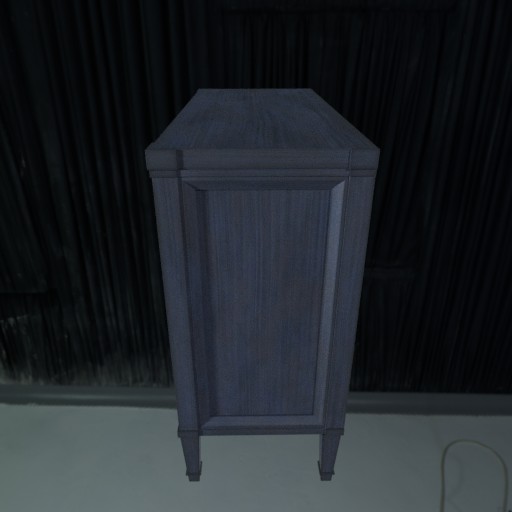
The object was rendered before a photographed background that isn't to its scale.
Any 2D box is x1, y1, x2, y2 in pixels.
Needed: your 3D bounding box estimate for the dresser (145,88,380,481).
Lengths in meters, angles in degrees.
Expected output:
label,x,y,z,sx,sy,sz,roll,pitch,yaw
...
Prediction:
label,x,y,z,sx,sy,sz,roll,pitch,yaw
dresser,0.000,0.000,1.544,0.463,0.986,1.049,0,27,-1
